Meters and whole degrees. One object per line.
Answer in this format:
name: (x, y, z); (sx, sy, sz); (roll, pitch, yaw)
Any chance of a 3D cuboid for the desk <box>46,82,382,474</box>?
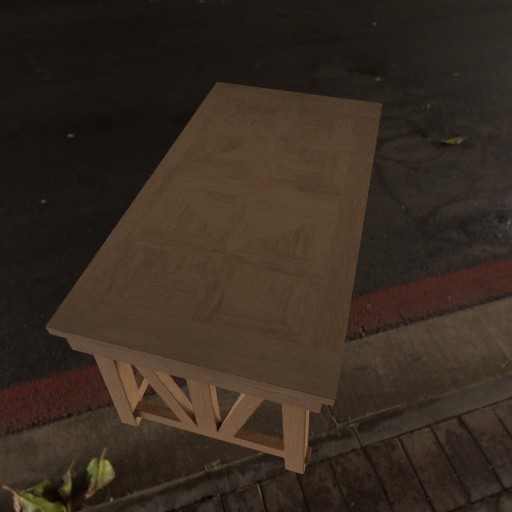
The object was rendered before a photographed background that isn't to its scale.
desk: (0.000, 0.000, 1.936); (0.813, 0.762, 1.499); (11, 49, 10)
